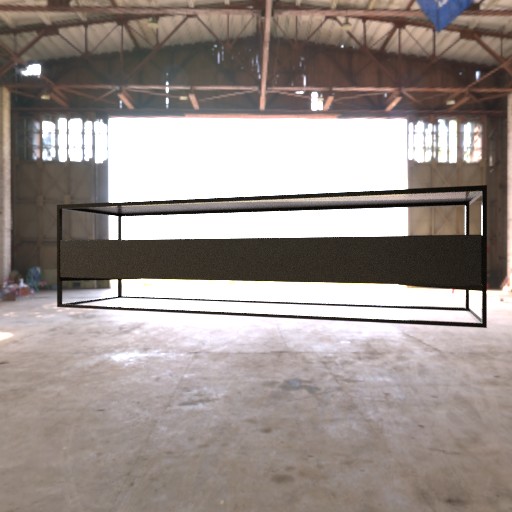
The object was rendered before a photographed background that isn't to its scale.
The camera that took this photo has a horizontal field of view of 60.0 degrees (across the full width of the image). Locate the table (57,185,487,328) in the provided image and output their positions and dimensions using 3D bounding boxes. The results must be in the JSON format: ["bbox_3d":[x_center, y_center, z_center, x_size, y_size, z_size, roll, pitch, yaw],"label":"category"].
[{"bbox_3d":[0.000,0.000,1.654,1.486,0.395,0.399,0,0,19],"label":"table"}]
